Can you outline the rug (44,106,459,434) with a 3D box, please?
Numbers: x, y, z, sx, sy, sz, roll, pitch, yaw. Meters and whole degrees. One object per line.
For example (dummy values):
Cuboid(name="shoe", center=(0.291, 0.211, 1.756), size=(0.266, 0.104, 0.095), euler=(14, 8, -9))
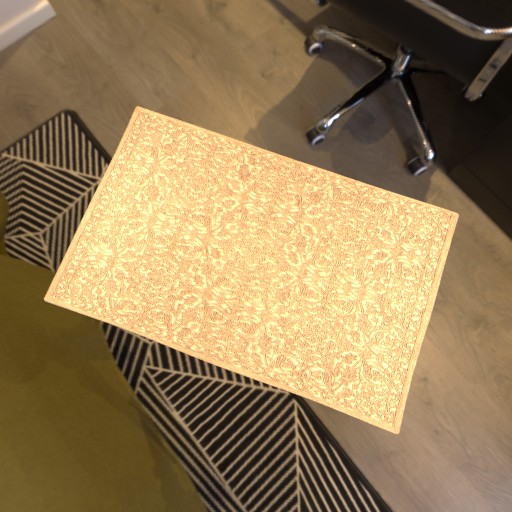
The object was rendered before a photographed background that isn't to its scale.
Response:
Cuboid(name="rug", center=(0.000, 0.000, 2.997), size=(2.435, 0.012, 1.529), euler=(20, 77, 5))
